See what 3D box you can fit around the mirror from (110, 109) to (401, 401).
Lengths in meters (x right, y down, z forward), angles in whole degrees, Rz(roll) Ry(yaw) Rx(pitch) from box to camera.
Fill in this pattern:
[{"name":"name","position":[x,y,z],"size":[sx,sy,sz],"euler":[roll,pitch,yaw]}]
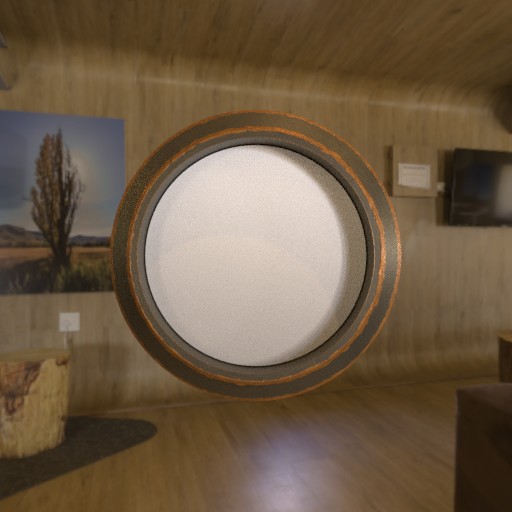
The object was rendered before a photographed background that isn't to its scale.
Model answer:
[{"name":"mirror","position":[0.000,0.000,1.361],"size":[0.907,0.907,0.111],"euler":[0,1,0]}]
